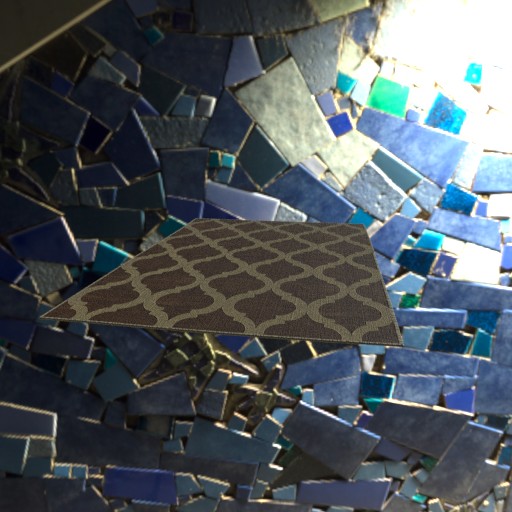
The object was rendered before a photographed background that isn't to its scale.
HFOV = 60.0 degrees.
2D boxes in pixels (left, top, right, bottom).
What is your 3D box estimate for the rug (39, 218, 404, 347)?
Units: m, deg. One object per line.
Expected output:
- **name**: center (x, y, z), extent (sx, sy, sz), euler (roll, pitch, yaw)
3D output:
- **rug**: center (0.000, 0.000, 2.855), extent (1.522, 0.008, 2.284), euler (3, 16, 9)
